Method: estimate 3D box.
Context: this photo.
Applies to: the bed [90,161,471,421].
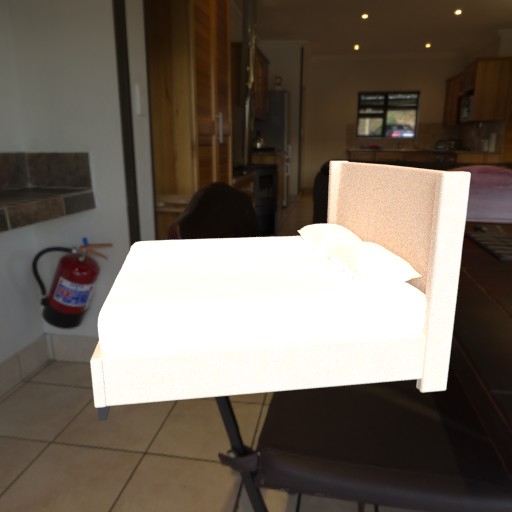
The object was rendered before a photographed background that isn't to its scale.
[{"bbox_3d":[0.000,0.000,3.689,2.293,1.471,2.145,-2,14,-9],"label":"bed"}]
